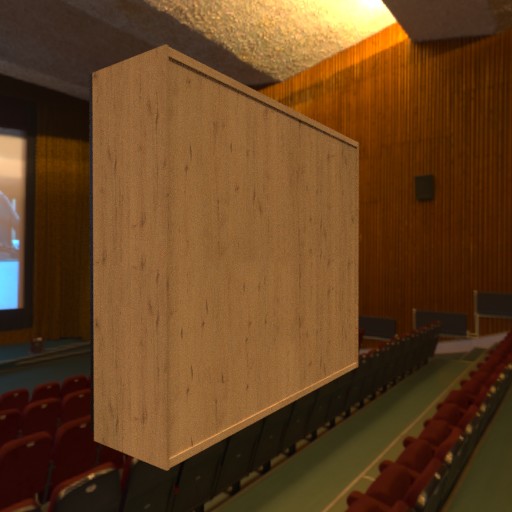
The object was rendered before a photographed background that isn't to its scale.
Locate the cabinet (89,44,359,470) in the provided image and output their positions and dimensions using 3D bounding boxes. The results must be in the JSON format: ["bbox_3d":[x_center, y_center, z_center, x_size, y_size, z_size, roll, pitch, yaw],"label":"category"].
[{"bbox_3d":[0.000,0.000,3.473,0.660,2.180,2.500,0,1,35],"label":"cabinet"}]
